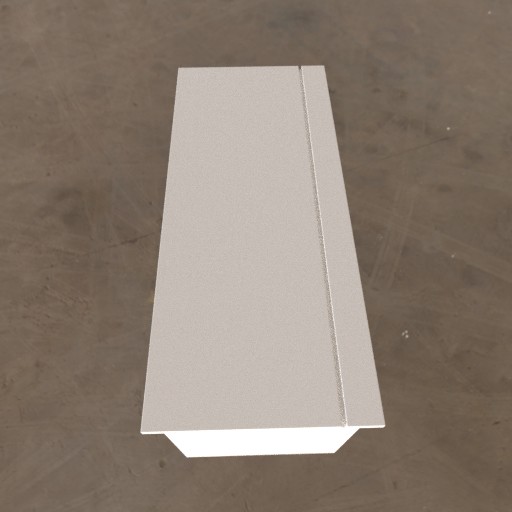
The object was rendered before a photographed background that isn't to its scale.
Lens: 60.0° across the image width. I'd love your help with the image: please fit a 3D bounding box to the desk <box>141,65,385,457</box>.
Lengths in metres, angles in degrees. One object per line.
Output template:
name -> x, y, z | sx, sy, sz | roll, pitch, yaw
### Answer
desk -> 0.000, 0.000, 1.948 | 0.670, 0.760, 1.580 | -1, 58, -1
